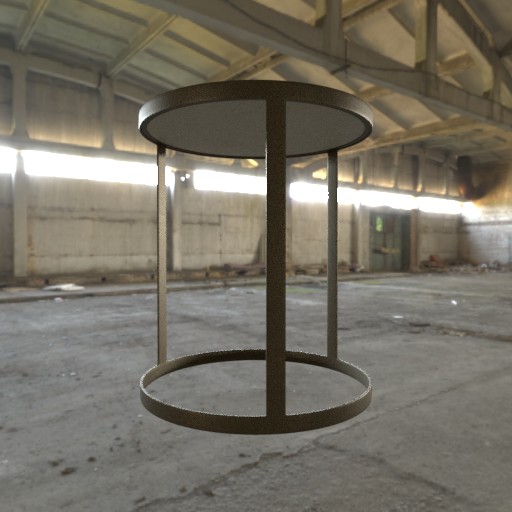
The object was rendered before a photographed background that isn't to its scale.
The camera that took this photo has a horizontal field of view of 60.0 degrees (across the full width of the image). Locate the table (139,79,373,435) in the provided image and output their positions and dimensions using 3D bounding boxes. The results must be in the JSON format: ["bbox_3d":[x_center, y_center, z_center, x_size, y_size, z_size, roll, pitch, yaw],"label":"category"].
[{"bbox_3d":[0.000,0.000,0.944,0.480,0.565,0.480,0,1,0],"label":"table"}]
